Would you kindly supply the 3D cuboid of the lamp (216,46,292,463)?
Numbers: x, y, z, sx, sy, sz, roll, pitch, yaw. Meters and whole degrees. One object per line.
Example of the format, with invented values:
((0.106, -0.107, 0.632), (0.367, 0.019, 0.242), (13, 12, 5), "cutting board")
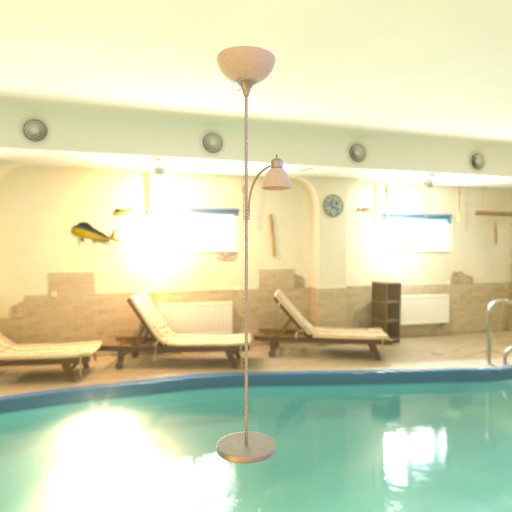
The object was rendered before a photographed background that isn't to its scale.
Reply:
((0.000, 0.000, 1.986), (0.279, 1.804, 0.425), (-1, 1, -36), "lamp")
